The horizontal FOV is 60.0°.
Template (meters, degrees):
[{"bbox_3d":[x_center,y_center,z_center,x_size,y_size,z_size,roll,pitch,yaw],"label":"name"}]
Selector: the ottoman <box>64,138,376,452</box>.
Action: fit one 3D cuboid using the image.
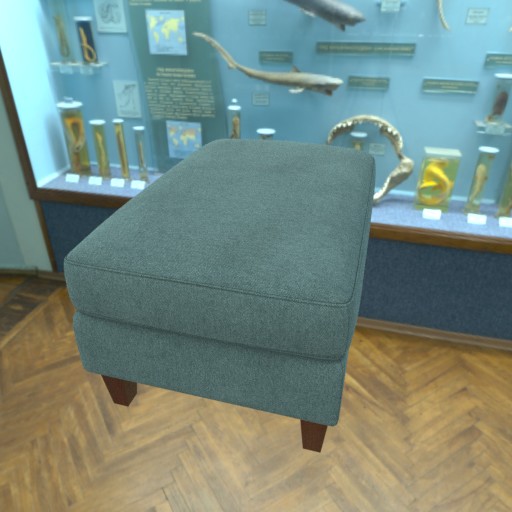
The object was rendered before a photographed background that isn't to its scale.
[{"bbox_3d":[0.000,0.000,1.225,0.584,0.483,0.864,8,31,13],"label":"ottoman"}]
